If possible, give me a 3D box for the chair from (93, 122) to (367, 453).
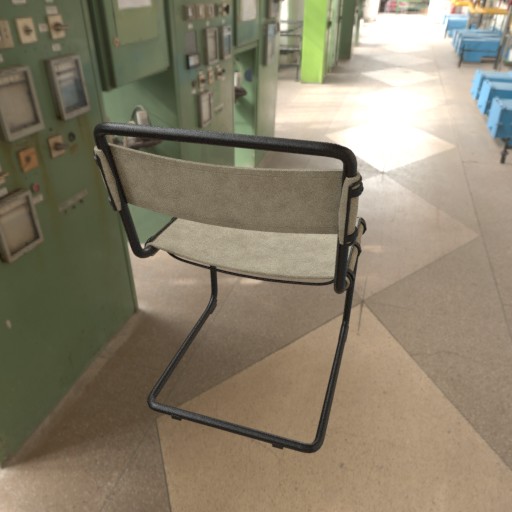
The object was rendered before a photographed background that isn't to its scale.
[{"bbox_3d":[0.000,0.000,1.100,0.499,0.747,0.497,9,33,15],"label":"chair"}]
